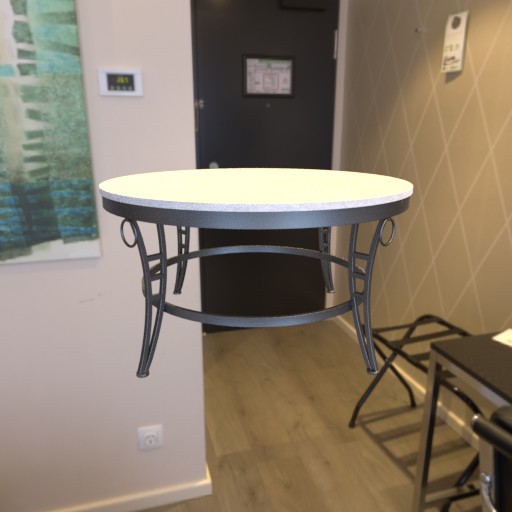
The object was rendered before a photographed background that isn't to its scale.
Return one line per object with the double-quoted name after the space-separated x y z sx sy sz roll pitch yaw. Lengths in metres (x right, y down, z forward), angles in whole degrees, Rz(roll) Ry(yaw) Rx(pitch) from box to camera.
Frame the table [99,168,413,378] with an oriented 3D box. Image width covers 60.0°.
0.000 0.000 1.387 0.889 0.470 0.889 0 16 0 "table"
